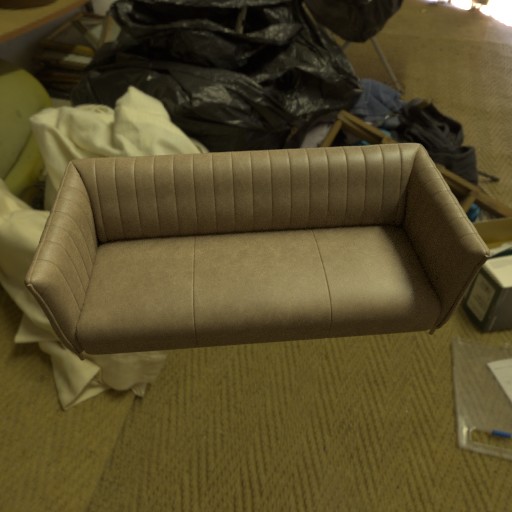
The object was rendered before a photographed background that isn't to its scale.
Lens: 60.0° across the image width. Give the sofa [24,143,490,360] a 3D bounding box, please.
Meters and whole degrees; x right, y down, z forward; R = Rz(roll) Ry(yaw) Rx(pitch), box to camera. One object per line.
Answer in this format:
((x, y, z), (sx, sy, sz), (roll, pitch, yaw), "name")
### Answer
((0.000, 0.000, 2.356), (1.980, 0.779, 0.876), (-4, 46, -3), "sofa")
